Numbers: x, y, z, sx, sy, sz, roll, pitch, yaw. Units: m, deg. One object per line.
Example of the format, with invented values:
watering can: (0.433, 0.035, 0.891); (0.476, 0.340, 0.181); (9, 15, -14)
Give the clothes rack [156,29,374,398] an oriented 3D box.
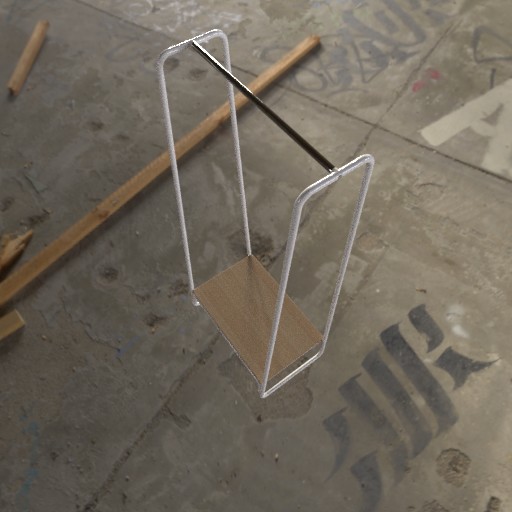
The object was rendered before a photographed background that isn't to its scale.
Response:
clothes rack: (0.000, 0.000, 1.753); (0.400, 1.500, 0.640); (-32, 63, -18)
